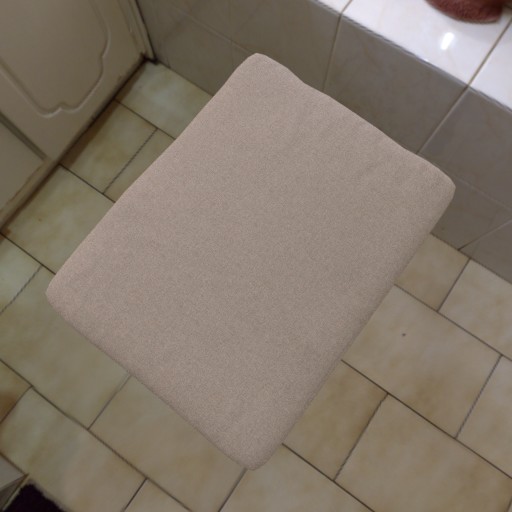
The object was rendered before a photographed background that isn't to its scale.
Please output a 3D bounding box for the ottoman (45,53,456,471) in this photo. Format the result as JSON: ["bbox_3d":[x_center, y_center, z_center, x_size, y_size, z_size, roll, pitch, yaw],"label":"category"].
[{"bbox_3d":[0.000,0.000,1.311,0.692,0.511,0.902,37,79,8],"label":"ottoman"}]
